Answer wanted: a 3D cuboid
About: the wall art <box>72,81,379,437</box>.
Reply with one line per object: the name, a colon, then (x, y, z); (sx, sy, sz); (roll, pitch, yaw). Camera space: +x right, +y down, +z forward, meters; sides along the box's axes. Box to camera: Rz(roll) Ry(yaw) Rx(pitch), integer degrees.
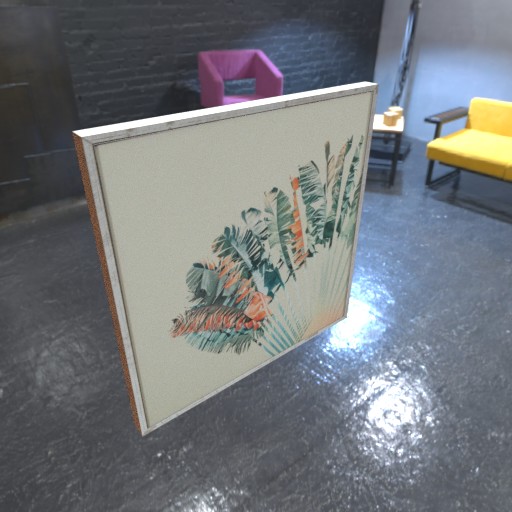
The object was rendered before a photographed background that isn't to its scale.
wall art: (0.000, 0.000, 0.758); (0.508, 0.506, 0.029); (-22, 38, -32)
